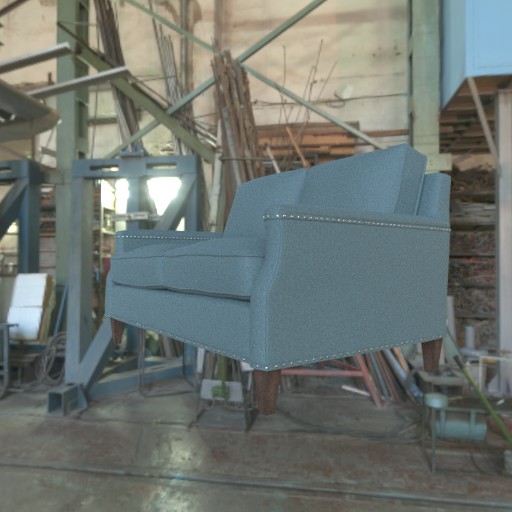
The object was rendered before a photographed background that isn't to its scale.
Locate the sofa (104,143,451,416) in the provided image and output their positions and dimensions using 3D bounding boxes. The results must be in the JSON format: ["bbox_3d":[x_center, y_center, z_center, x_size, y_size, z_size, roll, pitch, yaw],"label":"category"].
[{"bbox_3d":[0.000,0.000,2.263,1.084,1.003,1.597,0,-1,-36],"label":"sofa"}]
